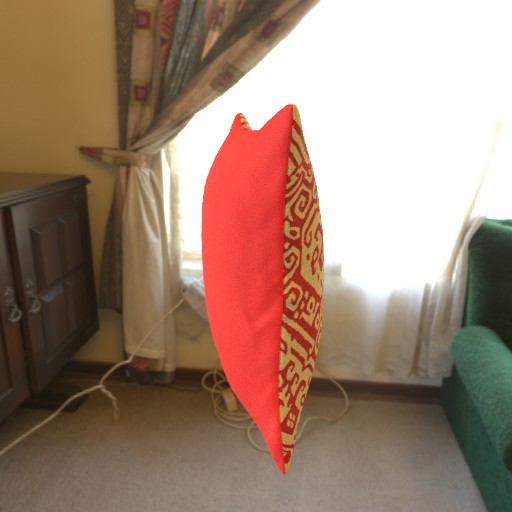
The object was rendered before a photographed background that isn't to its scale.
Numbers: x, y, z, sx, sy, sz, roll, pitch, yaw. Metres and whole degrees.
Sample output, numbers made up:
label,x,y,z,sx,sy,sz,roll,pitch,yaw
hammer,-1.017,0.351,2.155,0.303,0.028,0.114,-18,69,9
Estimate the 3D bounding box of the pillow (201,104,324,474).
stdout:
label,x,y,z,sx,sy,sz,roll,pitch,yaw
pillow,0.000,0.000,0.804,0.192,0.507,0.522,-3,17,-8
